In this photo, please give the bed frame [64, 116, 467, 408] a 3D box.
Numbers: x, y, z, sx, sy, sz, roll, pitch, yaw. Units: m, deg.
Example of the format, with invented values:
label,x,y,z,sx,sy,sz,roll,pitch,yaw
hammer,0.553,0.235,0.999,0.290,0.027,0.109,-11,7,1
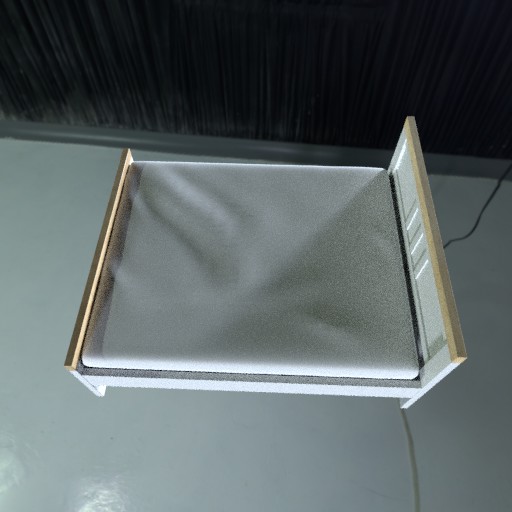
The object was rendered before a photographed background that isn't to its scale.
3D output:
label,x,y,z,sx,sy,sz,roll,pitch,yaw
bed frame,0.000,0.000,2.957,2.050,0.980,1.670,2,58,1
